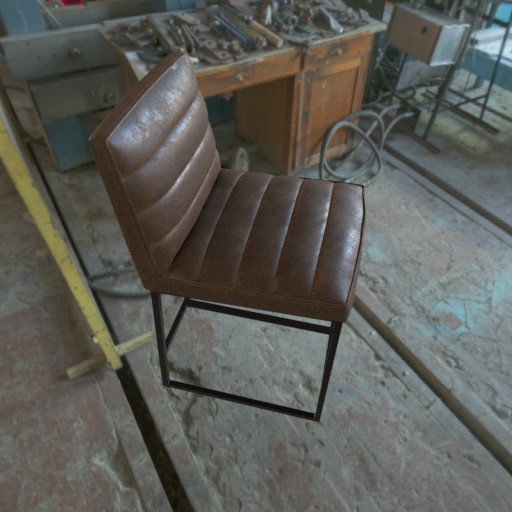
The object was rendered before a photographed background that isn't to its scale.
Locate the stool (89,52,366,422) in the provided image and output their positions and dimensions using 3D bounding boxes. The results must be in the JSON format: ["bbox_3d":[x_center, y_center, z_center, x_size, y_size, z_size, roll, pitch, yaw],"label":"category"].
[{"bbox_3d":[0.000,0.000,1.255,0.562,0.942,0.463,10,46,10],"label":"stool"}]
